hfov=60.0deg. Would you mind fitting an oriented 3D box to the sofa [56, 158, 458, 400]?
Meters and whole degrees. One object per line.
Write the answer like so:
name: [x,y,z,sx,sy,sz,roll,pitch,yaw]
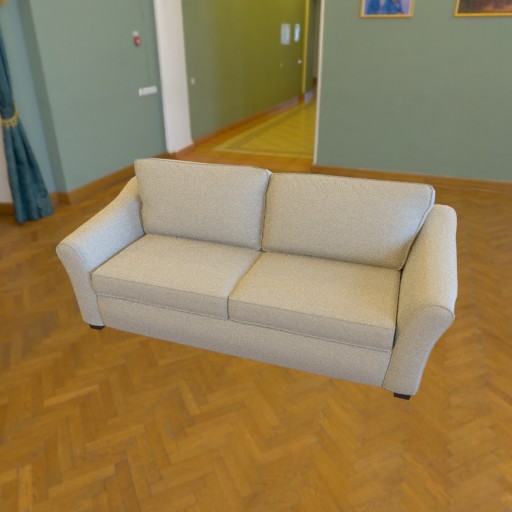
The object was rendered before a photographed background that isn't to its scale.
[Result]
sofa: [0.000,0.000,2.752,2.270,0.965,0.980,9,28,17]
